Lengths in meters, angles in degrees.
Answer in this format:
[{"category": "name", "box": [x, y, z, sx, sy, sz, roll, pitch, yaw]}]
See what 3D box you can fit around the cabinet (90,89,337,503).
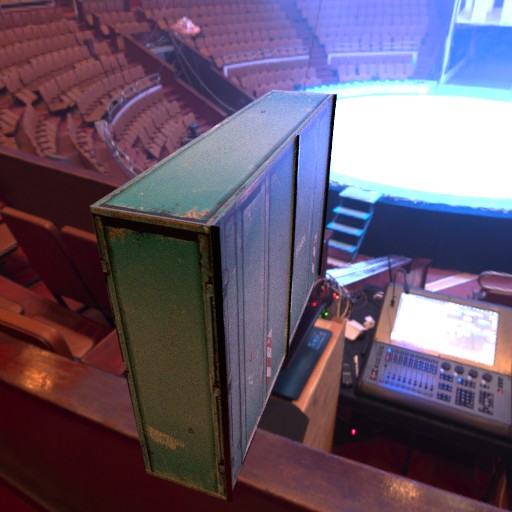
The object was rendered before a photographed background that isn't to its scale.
[{"category": "cabinet", "box": [0.000, 0.000, 3.827, 0.680, 2.160, 3.001, 10, 33, 16]}]
